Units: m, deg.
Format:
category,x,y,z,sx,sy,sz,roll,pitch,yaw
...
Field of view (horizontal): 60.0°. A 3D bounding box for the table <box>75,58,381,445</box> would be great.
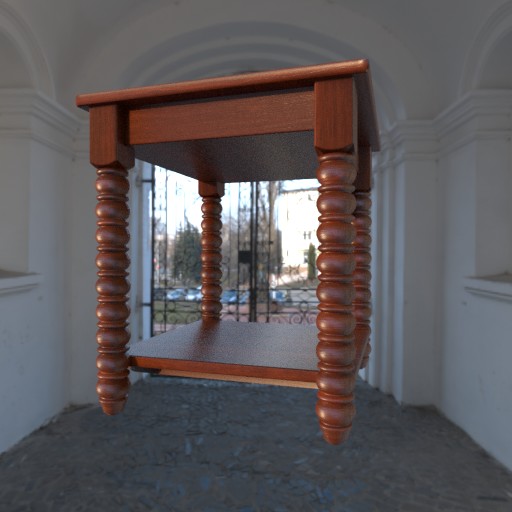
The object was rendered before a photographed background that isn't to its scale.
category,x,y,z,sx,sy,sz,roll,pitch,yaw
table,0.000,0.000,0.953,0.500,0.567,0.533,0,1,18
